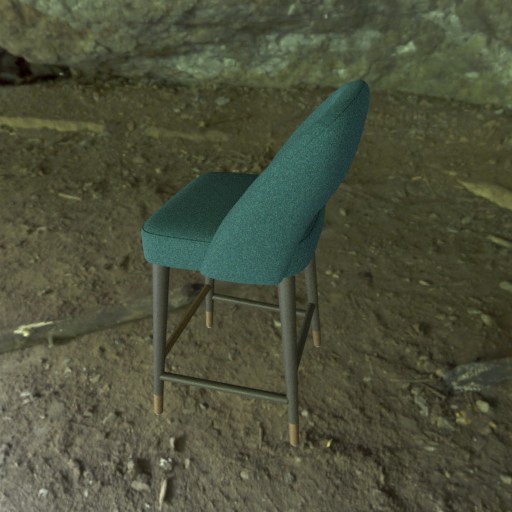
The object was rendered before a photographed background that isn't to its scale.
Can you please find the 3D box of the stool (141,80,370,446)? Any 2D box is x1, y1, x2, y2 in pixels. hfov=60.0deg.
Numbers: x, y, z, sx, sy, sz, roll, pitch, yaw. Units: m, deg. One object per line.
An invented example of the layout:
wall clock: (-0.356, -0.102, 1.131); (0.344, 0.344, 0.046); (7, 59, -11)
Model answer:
stool: (0.000, 0.000, 1.255); (0.522, 0.939, 0.536); (8, 30, 13)
